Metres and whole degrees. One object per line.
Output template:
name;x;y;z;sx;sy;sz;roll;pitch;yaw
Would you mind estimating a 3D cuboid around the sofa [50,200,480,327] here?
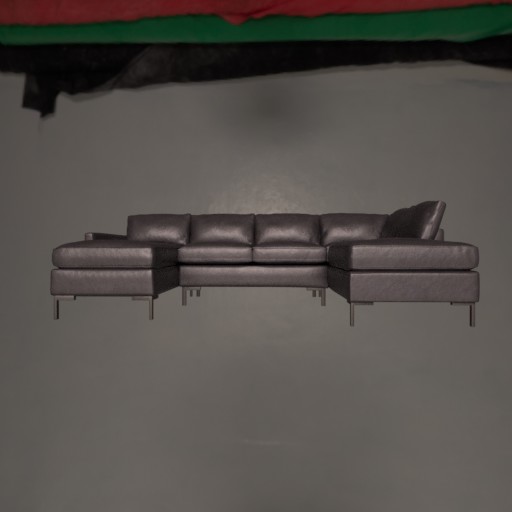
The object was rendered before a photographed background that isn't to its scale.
sofa;0.000;0.000;3.846;2.956;0.900;1.939;0;1;2
